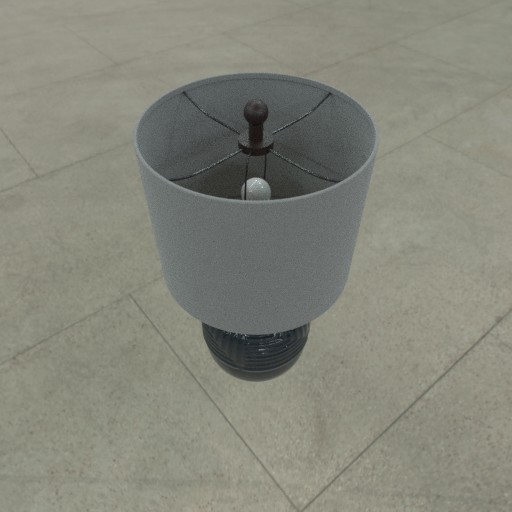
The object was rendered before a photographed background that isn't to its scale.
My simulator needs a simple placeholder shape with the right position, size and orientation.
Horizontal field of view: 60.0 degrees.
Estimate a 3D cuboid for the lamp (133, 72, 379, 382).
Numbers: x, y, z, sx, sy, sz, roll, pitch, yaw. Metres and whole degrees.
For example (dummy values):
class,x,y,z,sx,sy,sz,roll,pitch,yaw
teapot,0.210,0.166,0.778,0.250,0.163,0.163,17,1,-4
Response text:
class,x,y,z,sx,sy,sz,roll,pitch,yaw
lamp,0.000,0.000,0.762,0.318,0.567,0.318,0,47,0
